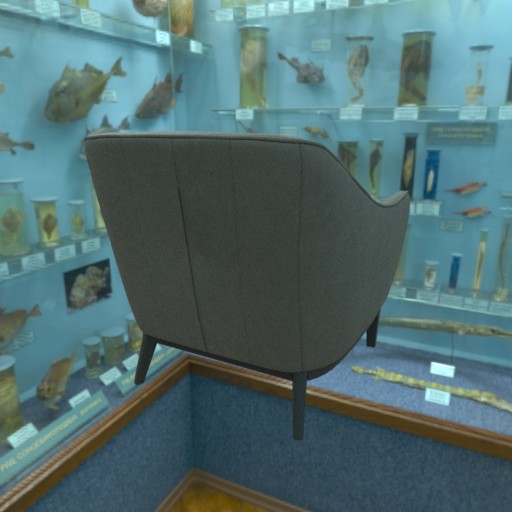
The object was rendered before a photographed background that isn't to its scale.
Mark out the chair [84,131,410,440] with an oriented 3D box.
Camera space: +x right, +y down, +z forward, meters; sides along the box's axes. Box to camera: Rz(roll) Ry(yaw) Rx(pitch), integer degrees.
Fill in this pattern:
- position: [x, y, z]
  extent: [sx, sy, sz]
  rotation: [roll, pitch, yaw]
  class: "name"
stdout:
- position: [0.000, 0.000, 1.521]
  extent: [0.871, 0.830, 0.852]
  rotation: [9, 18, 27]
  class: "chair"
